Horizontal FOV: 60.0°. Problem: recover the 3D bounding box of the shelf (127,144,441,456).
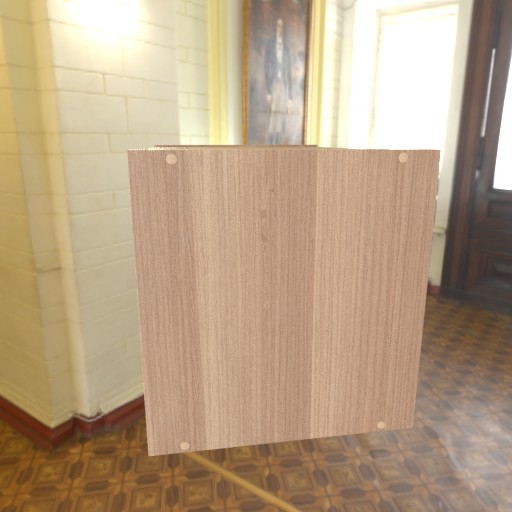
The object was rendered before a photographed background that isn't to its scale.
[{"bbox_3d":[0.000,0.000,0.635,0.290,0.305,0.415,-2,15,-9],"label":"shelf"}]
